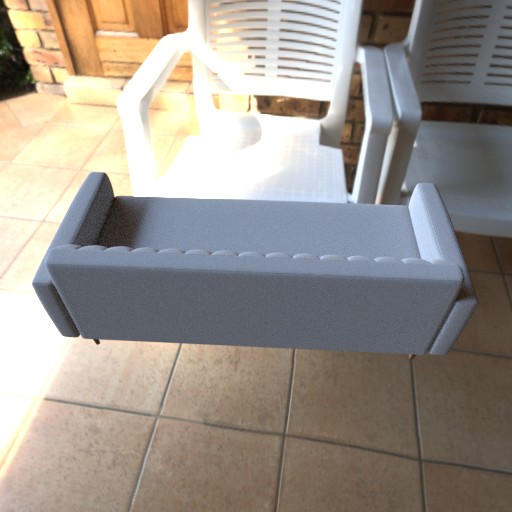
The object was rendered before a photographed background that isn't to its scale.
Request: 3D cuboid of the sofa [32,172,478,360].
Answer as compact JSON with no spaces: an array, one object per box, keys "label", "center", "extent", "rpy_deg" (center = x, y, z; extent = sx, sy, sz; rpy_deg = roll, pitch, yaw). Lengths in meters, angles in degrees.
[{"label":"sofa","center":[0.000,0.000,2.695],"extent":[2.291,0.821,0.990],"rpy_deg":[2,47,2]}]
